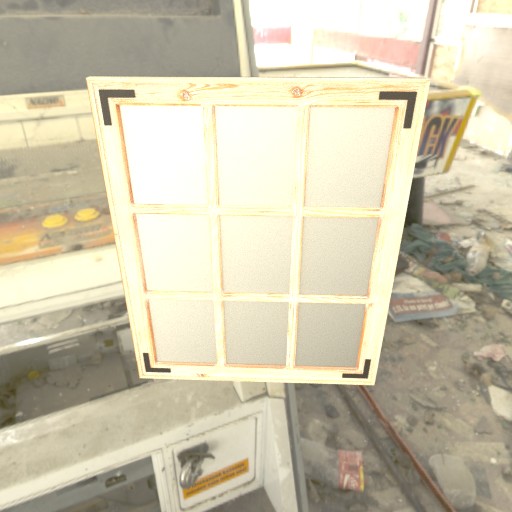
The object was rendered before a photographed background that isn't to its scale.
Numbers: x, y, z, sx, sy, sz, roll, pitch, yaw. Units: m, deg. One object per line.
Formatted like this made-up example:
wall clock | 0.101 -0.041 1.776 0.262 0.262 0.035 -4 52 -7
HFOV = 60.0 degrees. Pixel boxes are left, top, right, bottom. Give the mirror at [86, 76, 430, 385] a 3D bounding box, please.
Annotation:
mirror | 0.000 0.000 1.172 0.730 0.882 0.032 1 30 2
